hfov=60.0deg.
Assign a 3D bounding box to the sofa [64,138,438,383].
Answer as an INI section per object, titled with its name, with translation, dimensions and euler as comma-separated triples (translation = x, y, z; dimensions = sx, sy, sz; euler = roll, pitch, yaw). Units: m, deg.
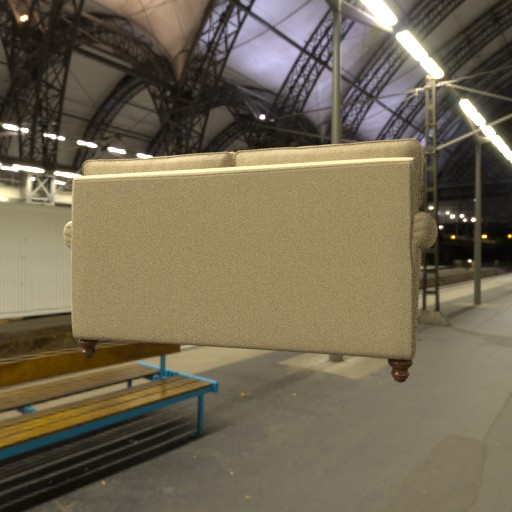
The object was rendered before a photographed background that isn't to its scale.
[sofa]
translation = 0.000, 0.000, 2.229
dimensions = 1.665, 0.937, 0.964
euler = 0, 0, 17
